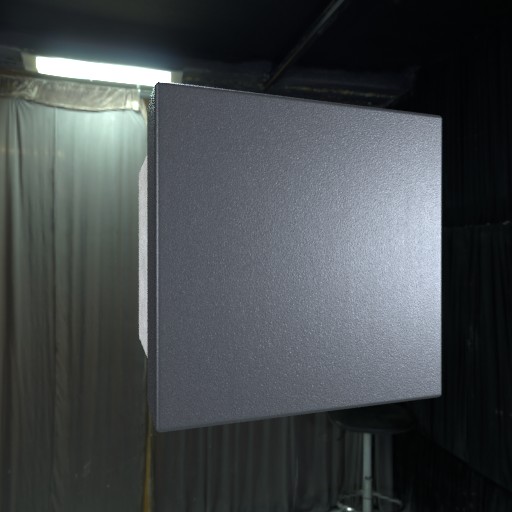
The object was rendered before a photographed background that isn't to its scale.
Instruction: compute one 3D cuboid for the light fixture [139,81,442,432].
[{"bbox_3d":[0.000,0.000,0.237,0.121,0.121,0.143,0,0,-19],"label":"light fixture"}]
